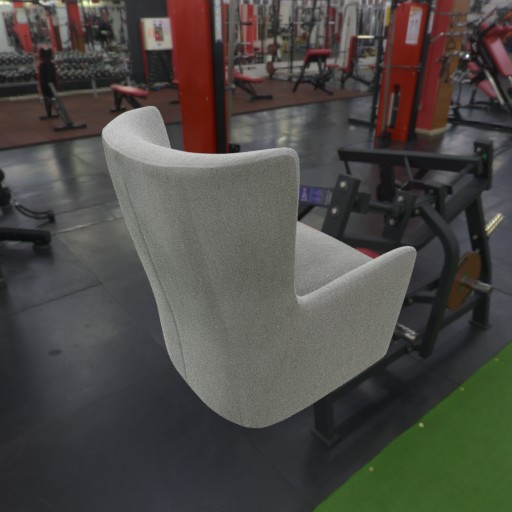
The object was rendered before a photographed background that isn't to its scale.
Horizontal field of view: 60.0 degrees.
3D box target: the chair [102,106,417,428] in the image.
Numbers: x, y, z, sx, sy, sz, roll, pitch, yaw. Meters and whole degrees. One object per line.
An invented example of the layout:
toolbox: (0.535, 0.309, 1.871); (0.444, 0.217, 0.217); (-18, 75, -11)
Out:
chair: (0.000, 0.000, 1.629); (0.904, 1.000, 0.779); (-19, 33, -31)
